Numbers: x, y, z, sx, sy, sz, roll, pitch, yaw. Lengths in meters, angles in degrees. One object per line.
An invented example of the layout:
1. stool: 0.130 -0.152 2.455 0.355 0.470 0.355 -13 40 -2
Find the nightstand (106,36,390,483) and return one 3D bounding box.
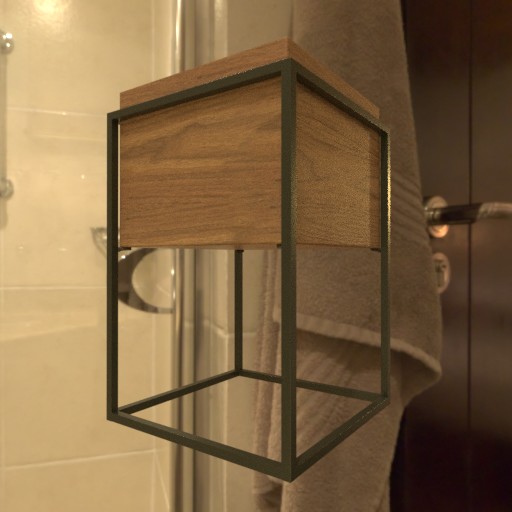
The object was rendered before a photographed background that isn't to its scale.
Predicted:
1. nightstand: 0.000 0.000 0.866 0.397 0.607 0.397 0 0 36
